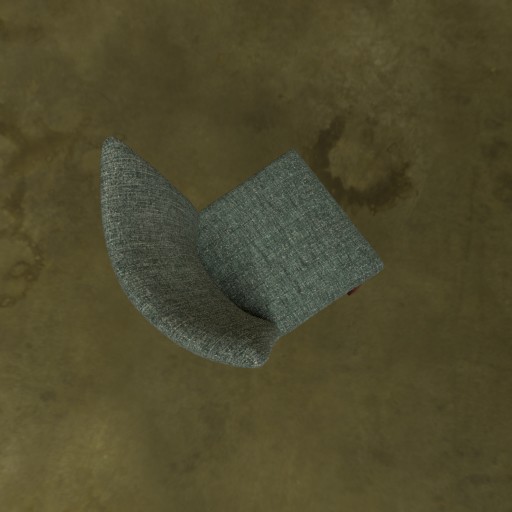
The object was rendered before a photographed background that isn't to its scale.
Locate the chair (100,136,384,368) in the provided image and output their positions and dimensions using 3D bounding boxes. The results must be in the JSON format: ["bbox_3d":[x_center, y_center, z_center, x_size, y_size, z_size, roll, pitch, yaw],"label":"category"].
[{"bbox_3d":[0.000,0.000,1.282,0.623,0.924,0.535,-33,78,-8],"label":"chair"}]
